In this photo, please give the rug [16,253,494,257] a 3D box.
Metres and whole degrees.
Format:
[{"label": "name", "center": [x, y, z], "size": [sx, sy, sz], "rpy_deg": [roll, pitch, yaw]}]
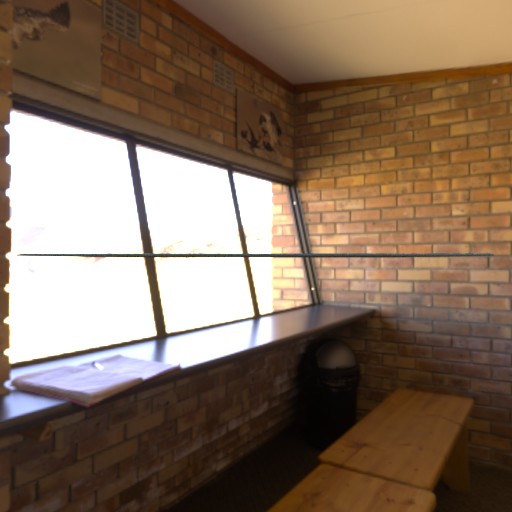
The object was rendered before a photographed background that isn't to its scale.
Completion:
[{"label": "rug", "center": [0.000, 0.000, 2.817], "size": [2.205, 0.012, 1.554], "rpy_deg": [0, 0, 1]}]
